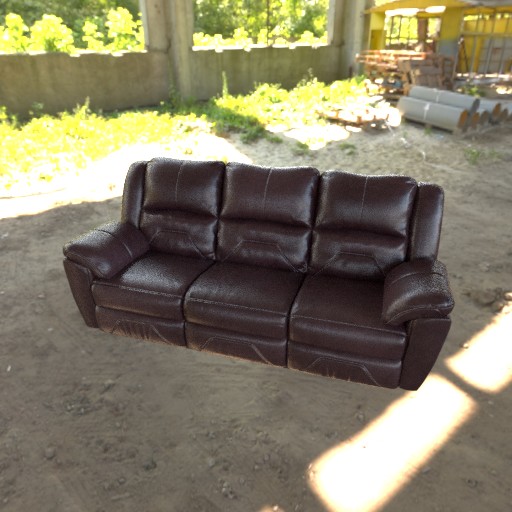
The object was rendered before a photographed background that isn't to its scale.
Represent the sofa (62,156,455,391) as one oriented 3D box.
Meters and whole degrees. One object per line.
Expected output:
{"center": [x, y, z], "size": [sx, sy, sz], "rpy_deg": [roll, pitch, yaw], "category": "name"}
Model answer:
{"center": [0.000, 0.000, 2.910], "size": [2.337, 1.043, 0.991], "rpy_deg": [8, 27, 15], "category": "sofa"}
